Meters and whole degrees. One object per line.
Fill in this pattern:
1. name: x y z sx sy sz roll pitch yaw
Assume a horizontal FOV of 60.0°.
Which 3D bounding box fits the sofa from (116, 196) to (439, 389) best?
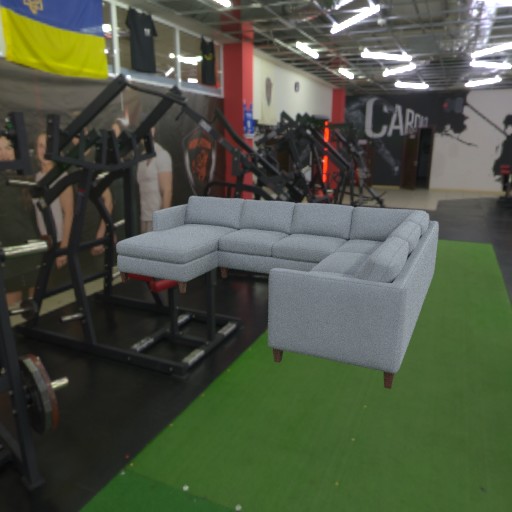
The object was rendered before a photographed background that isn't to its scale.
1. sofa: 0.000 0.000 4.490 3.238 0.853 2.551 7 16 25
